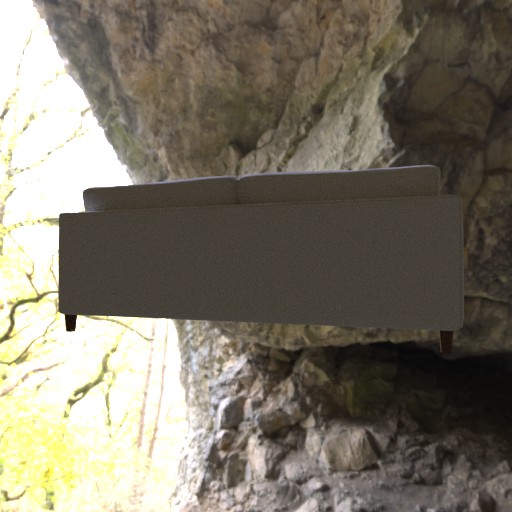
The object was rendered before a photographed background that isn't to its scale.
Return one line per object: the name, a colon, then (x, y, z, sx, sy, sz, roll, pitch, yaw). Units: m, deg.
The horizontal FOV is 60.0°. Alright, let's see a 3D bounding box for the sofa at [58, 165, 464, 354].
sofa: (0.000, 0.000, 2.877, 2.361, 0.962, 0.951, 0, -1, 18)
